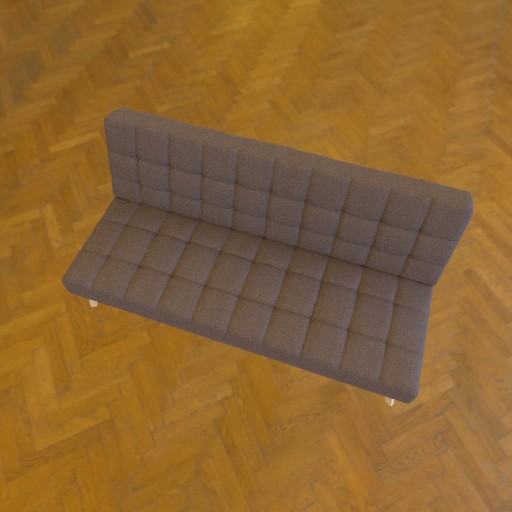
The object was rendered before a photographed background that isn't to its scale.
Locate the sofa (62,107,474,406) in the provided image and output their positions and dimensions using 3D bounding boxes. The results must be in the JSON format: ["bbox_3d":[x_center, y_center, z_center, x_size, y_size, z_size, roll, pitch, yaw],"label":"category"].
[{"bbox_3d":[0.000,0.000,2.233,1.800,0.810,0.860,16,60,10],"label":"sofa"}]
